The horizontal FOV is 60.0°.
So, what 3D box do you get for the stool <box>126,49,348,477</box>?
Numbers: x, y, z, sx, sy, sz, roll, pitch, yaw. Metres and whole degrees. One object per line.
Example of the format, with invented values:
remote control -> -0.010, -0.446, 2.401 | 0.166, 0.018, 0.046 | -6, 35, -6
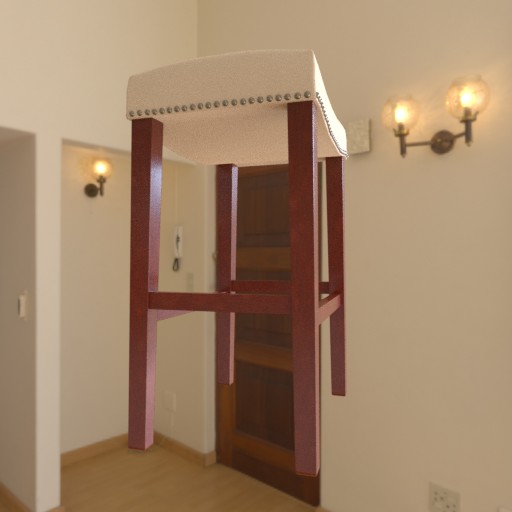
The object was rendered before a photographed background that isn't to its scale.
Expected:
stool -> 0.000, 0.000, 1.023 | 0.372, 0.742, 0.504 | 0, 0, 18
